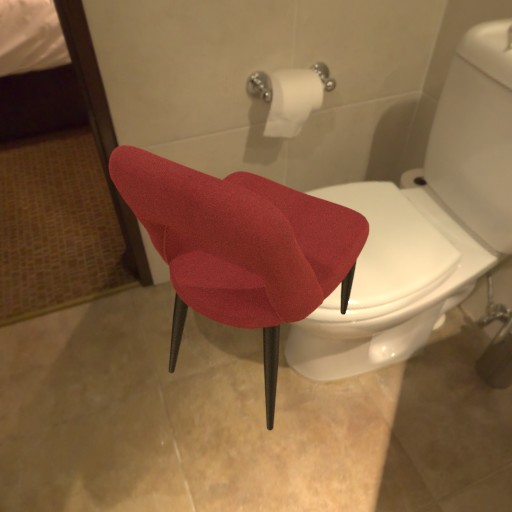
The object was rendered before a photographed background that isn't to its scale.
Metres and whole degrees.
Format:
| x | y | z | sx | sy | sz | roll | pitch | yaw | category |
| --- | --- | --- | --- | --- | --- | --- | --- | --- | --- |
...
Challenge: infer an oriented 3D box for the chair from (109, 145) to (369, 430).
| x | y | z | sx | sy | sz | roll | pitch | yaw | category |
| --- | --- | --- | --- | --- | --- | --- | --- | --- | --- |
| 0.000 | 0.000 | 1.208 | 0.483 | 0.892 | 0.569 | 24 | 51 | 21 | chair |
